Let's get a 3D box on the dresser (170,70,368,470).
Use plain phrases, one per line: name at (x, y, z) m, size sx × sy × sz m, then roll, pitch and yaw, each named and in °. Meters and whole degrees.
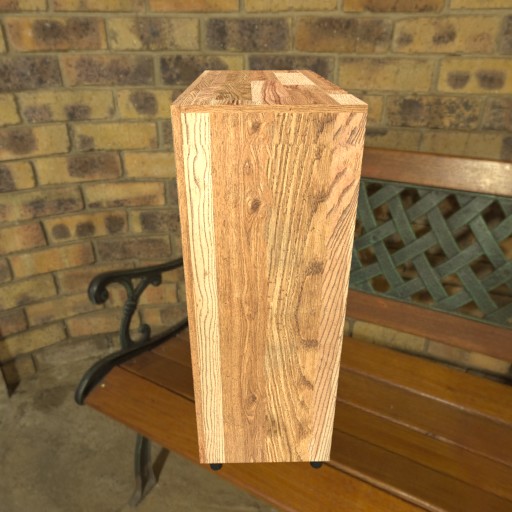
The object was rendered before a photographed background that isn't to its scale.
dresser at (0.000, 0.000, 1.696) m, size 0.480 × 1.243 × 0.966 m, roll -1°, pitch 27°, yaw -1°
